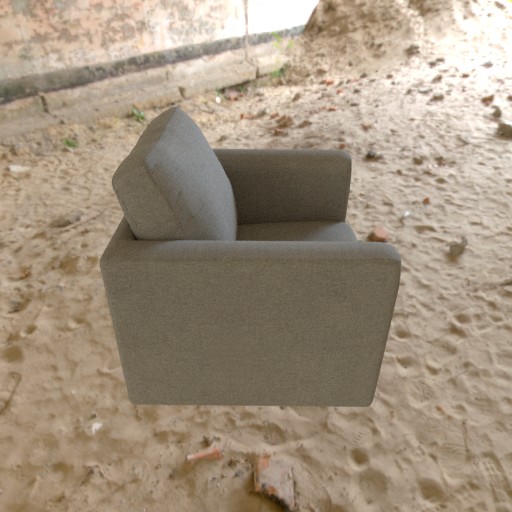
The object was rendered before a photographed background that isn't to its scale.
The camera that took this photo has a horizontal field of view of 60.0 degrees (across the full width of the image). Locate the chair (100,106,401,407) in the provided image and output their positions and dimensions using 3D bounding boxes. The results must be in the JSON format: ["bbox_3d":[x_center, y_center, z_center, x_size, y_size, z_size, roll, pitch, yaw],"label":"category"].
[{"bbox_3d":[0.000,0.000,1.580,0.800,0.927,0.855,0,33,0],"label":"chair"}]
